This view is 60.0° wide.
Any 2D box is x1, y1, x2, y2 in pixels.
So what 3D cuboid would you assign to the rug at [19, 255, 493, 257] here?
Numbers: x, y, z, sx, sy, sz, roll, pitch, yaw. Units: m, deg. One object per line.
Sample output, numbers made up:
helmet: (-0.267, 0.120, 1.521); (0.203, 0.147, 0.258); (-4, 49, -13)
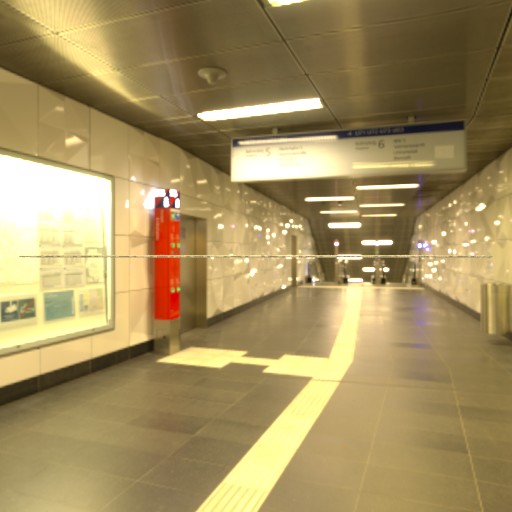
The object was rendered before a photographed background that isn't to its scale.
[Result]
rug: (0.000, 0.000, 3.003); (2.410, 0.011, 1.539); (0, 0, 1)
